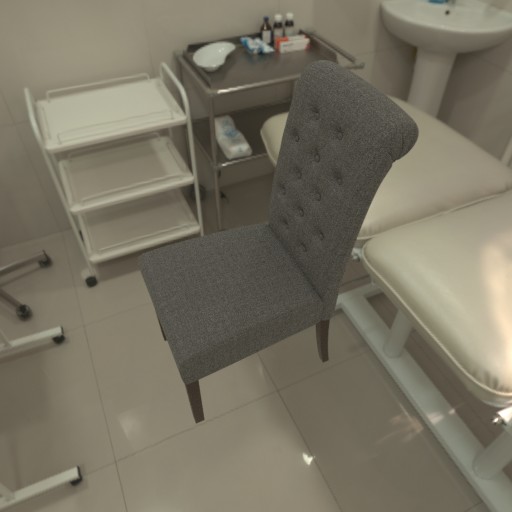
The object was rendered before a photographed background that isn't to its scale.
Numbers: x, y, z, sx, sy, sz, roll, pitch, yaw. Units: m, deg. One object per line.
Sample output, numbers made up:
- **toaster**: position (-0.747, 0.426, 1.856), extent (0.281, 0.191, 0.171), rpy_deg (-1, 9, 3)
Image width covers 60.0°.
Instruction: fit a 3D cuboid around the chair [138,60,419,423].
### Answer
- **chair**: position (0.000, 0.000, 1.385), extent (0.671, 1.006, 0.456), rpy_deg (-19, 49, -17)
